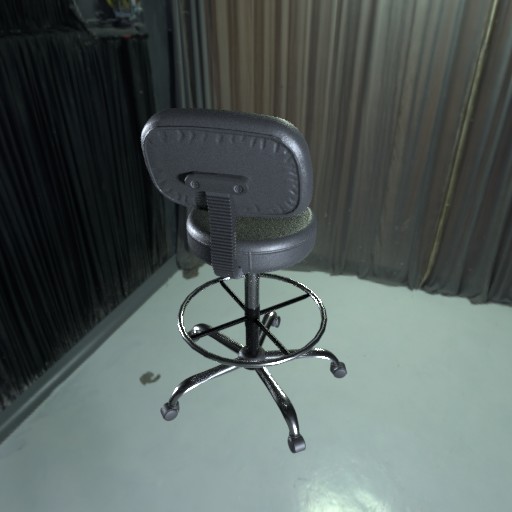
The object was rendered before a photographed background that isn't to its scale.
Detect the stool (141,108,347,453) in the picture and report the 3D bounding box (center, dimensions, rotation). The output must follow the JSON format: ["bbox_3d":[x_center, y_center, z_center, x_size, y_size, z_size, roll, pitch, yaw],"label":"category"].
[{"bbox_3d":[0.000,0.000,1.489,0.694,1.069,0.658,9,31,14],"label":"stool"}]
